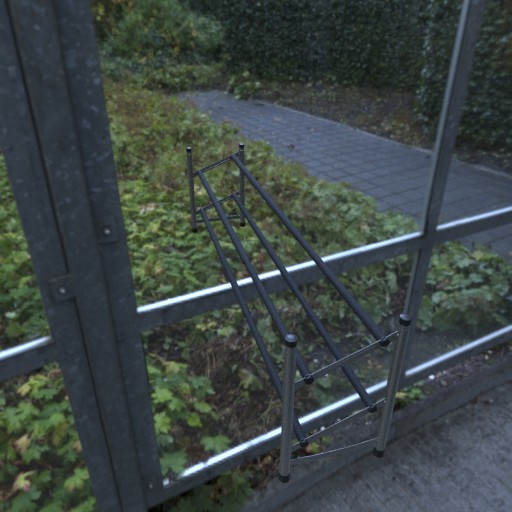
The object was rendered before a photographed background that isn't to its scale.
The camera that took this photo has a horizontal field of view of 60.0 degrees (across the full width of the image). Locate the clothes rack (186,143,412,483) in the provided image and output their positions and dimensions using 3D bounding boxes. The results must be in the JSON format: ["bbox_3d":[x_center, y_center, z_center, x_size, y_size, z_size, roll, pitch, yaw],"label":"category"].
[{"bbox_3d":[0.000,0.000,1.287,0.229,0.349,1.168,-8,30,-14],"label":"clothes rack"}]
